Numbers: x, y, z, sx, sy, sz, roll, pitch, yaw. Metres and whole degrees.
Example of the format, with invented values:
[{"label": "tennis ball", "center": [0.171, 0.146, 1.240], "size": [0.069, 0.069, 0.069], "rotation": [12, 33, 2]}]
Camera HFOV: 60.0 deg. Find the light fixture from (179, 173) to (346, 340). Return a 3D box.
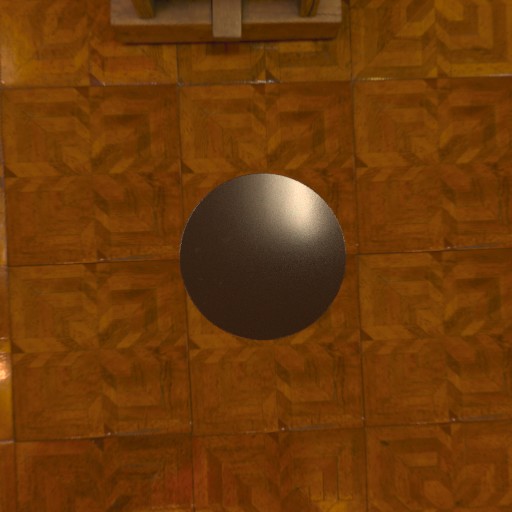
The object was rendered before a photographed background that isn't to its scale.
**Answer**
[{"label": "light fixture", "center": [0.000, 0.000, 1.547], "size": [0.484, 1.271, 0.489], "rotation": [0, 90, -2]}]
